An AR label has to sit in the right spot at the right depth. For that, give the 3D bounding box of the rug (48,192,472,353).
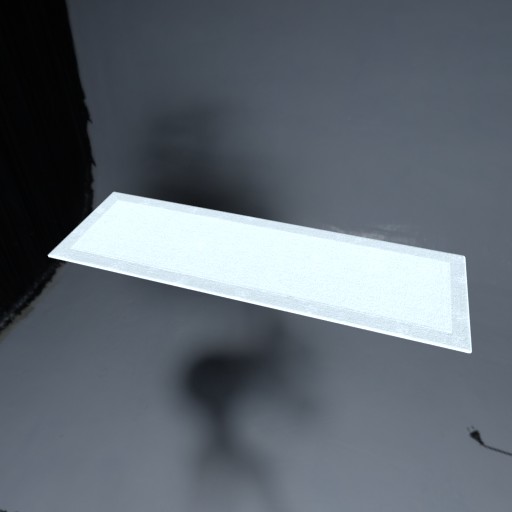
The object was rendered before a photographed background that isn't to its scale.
[{"bbox_3d":[0.000,0.000,2.700,2.430,0.012,0.759,11,42,13],"label":"rug"}]
